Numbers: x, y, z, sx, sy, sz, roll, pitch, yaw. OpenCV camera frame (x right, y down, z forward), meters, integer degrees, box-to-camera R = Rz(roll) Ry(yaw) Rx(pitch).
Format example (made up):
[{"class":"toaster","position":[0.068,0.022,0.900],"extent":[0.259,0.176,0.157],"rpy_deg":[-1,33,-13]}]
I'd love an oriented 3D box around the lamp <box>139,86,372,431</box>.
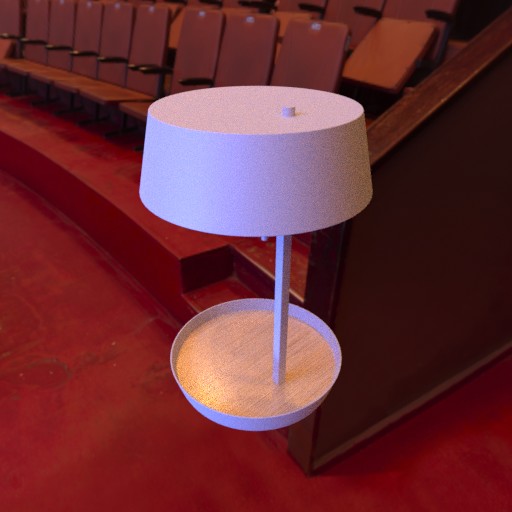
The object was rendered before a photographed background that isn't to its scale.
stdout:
[{"class":"lamp","position":[0.000,0.000,0.623],"extent":[0.291,0.429,0.291],"rpy_deg":[0,31,0]}]
